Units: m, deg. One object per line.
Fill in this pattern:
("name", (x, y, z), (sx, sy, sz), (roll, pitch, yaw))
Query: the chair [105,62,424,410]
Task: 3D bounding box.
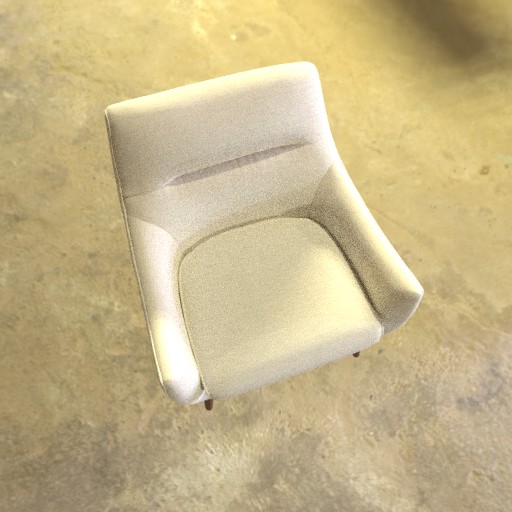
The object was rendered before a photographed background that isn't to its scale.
("chair", (0.000, 0.000, 1.439), (0.762, 0.838, 0.787), (-17, 64, -9))
